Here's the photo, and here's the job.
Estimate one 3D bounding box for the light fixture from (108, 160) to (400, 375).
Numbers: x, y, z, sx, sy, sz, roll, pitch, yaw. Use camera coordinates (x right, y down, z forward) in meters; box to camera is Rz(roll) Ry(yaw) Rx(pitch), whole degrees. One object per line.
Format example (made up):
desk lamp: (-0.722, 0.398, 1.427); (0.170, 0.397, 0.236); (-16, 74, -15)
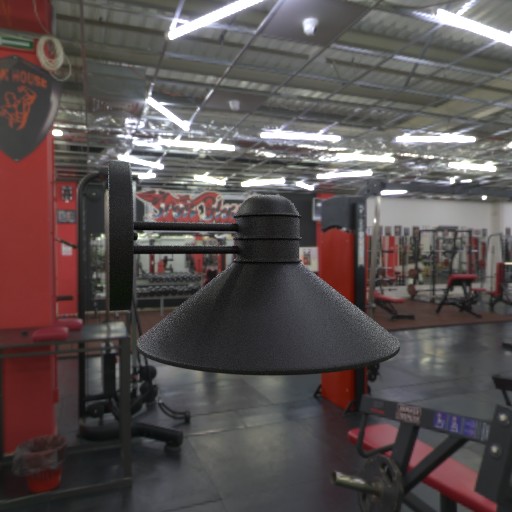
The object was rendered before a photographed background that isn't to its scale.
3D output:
light fixture: (0.000, 0.000, 0.689); (0.434, 0.265, 0.396); (0, 1, -18)
